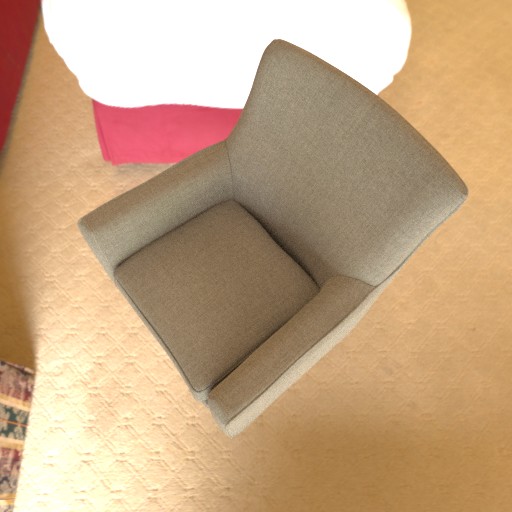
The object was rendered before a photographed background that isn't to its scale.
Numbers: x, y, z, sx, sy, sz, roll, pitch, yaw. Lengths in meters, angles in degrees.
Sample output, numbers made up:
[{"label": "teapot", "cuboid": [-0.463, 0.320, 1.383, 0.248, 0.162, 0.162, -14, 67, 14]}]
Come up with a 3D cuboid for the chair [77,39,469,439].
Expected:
[{"label": "chair", "cuboid": [0.000, 0.000, 1.717, 0.993, 1.047, 0.887, -36, 68, -17]}]
